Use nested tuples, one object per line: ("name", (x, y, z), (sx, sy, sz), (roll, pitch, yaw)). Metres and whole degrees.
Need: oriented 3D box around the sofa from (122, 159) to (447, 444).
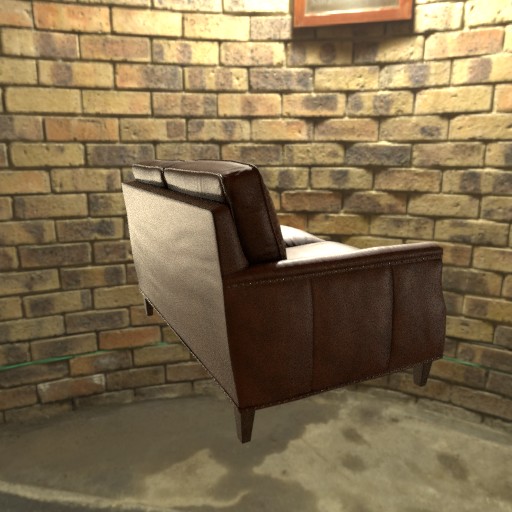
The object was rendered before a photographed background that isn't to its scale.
("sofa", (0.000, 0.000, 2.320), (1.083, 1.003, 1.628), (-7, 15, -26))
